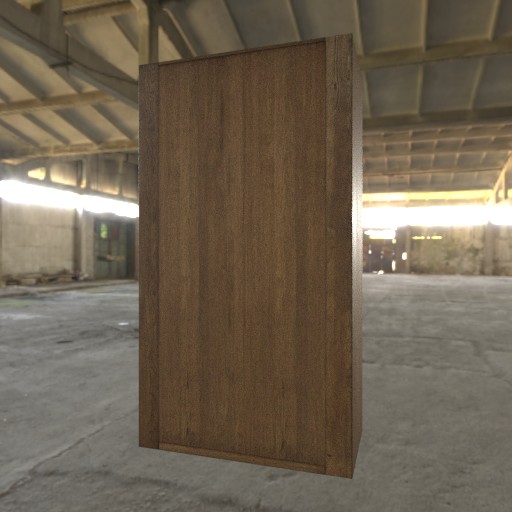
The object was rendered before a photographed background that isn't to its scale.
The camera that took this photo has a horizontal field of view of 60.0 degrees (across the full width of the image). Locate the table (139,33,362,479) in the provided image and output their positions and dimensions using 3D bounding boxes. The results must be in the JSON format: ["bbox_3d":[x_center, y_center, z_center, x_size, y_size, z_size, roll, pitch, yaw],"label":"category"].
[{"bbox_3d":[0.000,0.000,2.440,1.100,2.000,0.600,0,0,18],"label":"table"}]
